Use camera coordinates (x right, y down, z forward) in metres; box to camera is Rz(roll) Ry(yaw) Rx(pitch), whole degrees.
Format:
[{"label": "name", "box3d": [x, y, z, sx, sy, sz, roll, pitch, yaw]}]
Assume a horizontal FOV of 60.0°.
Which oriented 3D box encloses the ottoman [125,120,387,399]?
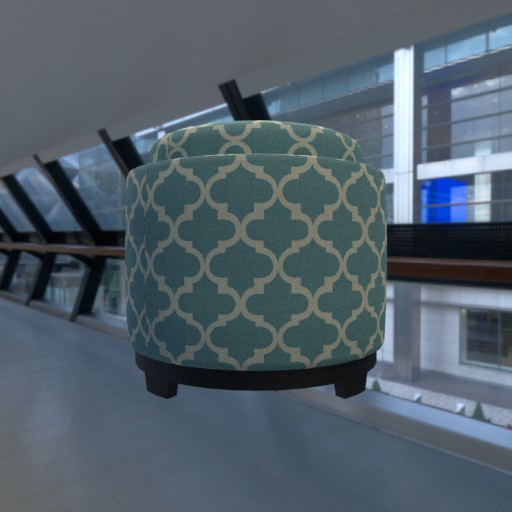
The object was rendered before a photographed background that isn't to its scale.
[{"label": "ottoman", "box3d": [0.000, 0.000, 0.847, 0.480, 0.429, 0.480, 0, 1, 0]}]
